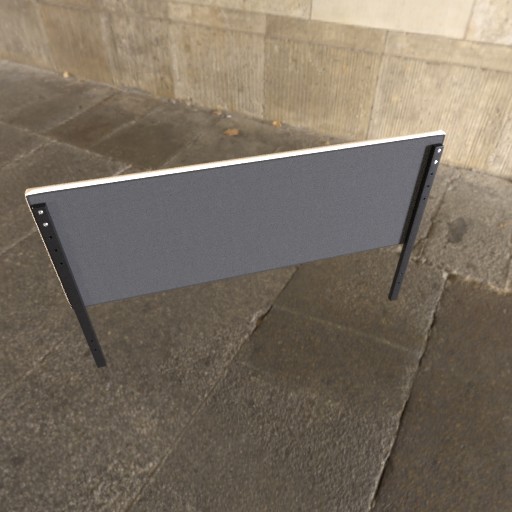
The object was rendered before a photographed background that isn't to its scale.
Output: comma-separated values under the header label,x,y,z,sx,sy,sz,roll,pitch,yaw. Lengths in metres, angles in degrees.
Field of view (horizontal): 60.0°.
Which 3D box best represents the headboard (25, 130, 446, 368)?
label,x,y,z,sx,sy,sz,roll,pitch,yaw
headboard,0.000,0.000,2.871,2.362,1.410,0.120,-11,43,-12
